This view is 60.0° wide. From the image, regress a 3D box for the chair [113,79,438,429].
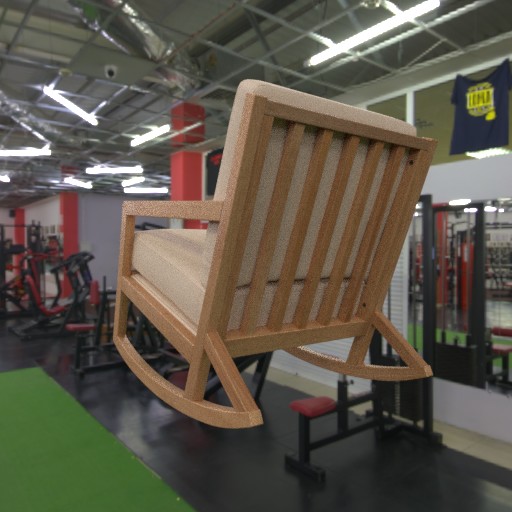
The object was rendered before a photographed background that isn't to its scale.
[{"bbox_3d":[0.000,0.000,1.388,0.622,0.790,0.857,-1,1,-36],"label":"chair"}]
